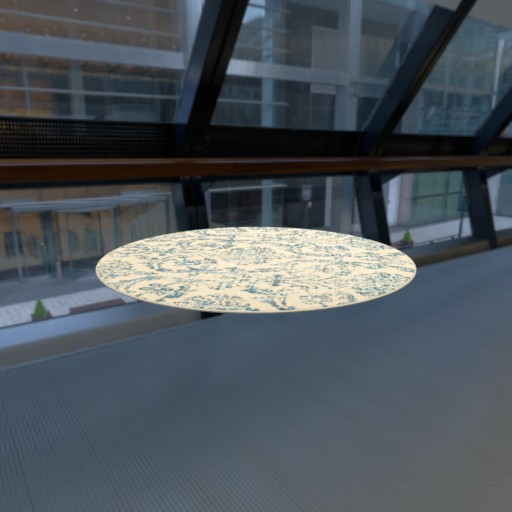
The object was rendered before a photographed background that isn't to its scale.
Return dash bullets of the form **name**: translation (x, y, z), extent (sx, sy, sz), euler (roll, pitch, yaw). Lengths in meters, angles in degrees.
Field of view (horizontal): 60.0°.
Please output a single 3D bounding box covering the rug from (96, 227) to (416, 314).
- **rug**: translation (0.000, 0.000, 2.331), extent (1.593, 0.012, 1.593), euler (0, 15, 0)
